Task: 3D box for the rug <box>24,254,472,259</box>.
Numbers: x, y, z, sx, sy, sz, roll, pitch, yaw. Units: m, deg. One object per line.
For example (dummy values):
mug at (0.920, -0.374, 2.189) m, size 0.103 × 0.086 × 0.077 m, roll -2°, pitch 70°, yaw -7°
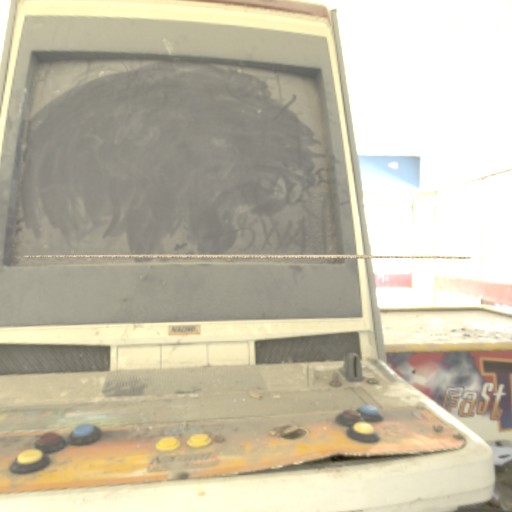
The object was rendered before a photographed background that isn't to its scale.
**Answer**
rug at (0.000, 0.000, 3.025) m, size 2.464 × 0.010 × 1.549 m, roll 0°, pitch 0°, yaw 18°
